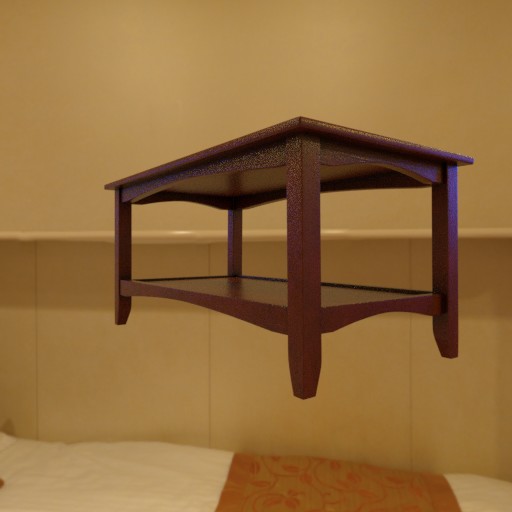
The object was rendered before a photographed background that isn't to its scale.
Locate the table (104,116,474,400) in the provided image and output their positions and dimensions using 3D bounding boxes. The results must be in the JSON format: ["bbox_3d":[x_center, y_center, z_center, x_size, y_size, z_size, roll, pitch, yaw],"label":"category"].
[{"bbox_3d":[0.000,0.000,1.228,0.533,0.456,0.943,-1,1,-37],"label":"table"}]
